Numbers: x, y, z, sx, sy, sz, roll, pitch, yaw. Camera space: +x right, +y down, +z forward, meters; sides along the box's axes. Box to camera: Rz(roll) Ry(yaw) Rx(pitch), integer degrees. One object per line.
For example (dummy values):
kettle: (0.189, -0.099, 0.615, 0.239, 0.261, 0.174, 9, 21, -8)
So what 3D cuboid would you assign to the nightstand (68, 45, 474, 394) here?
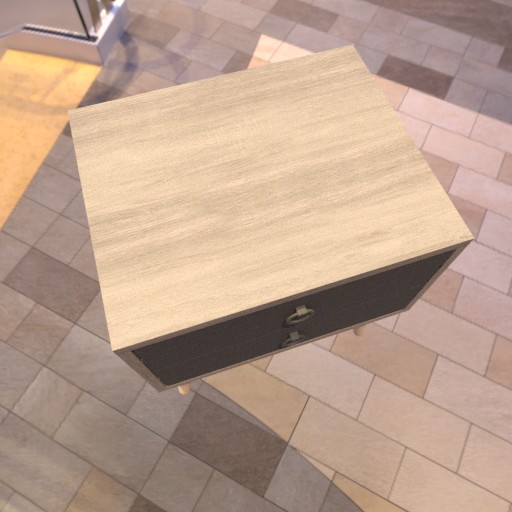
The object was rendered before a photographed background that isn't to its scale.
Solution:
nightstand: (0.000, 0.000, 0.817, 0.450, 0.500, 0.380, -16, 65, -8)
